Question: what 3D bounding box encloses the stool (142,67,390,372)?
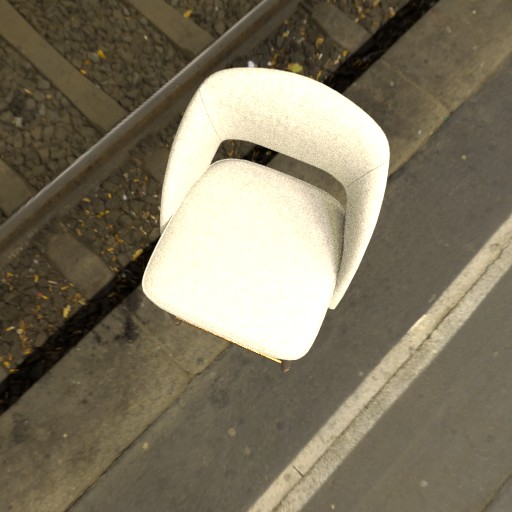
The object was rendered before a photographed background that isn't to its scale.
[{"bbox_3d":[0.000,0.000,1.236,0.494,0.940,0.509,22,77,5],"label":"stool"}]
